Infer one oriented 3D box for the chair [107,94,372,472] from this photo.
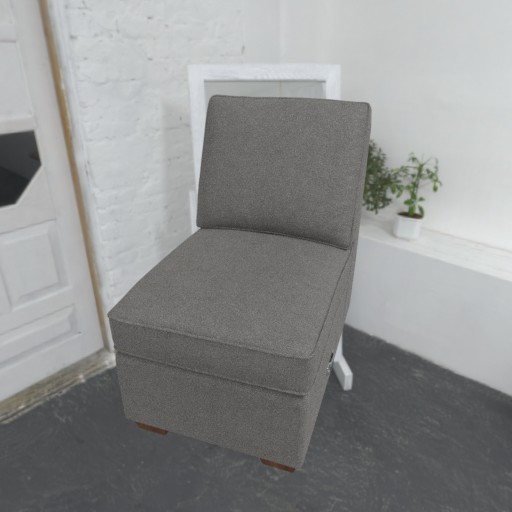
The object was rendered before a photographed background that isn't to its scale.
[{"bbox_3d":[0.000,0.000,1.534,0.621,0.970,0.938,9,28,17],"label":"chair"}]
